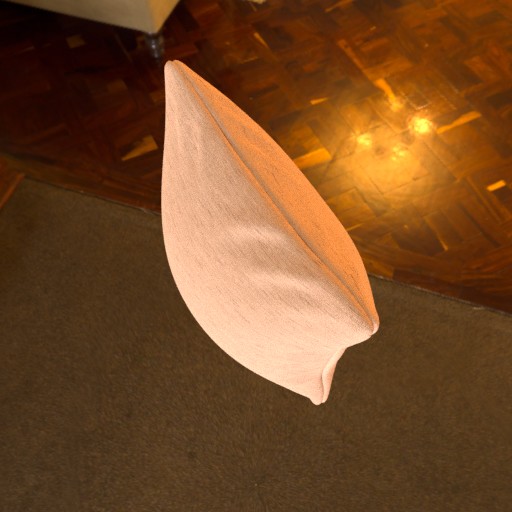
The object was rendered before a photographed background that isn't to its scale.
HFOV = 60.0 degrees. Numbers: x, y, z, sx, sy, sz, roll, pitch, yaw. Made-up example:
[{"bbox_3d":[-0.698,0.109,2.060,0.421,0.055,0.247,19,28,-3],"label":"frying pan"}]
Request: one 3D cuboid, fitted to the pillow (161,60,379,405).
[{"bbox_3d":[0.000,0.000,0.670,0.246,0.415,0.432,-28,66,-14],"label":"pillow"}]
